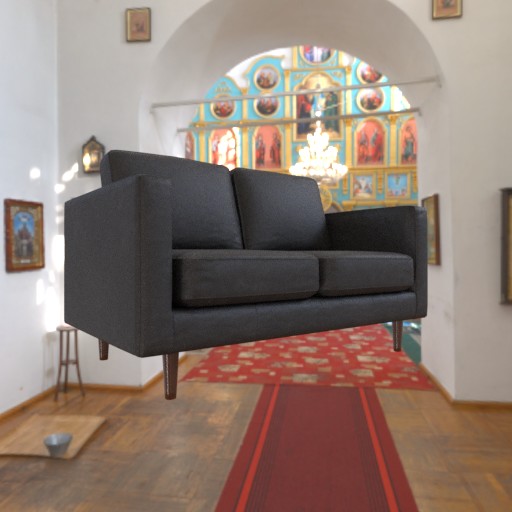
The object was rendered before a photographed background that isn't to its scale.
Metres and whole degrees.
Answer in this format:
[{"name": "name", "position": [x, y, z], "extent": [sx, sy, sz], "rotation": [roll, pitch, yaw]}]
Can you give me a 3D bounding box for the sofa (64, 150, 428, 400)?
[{"name": "sofa", "position": [0.000, 0.000, 2.000], "extent": [1.430, 0.899, 0.879], "rotation": [0, 0, -37]}]
